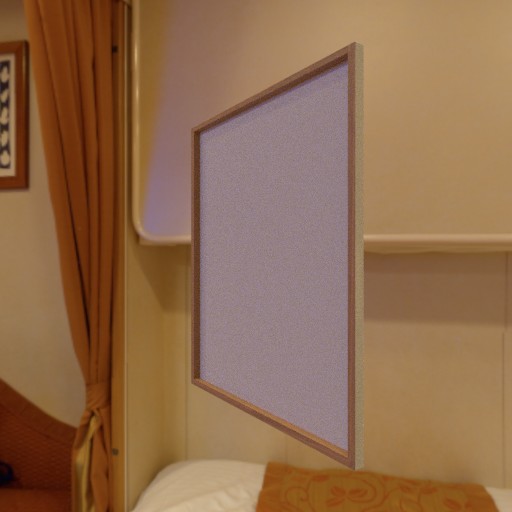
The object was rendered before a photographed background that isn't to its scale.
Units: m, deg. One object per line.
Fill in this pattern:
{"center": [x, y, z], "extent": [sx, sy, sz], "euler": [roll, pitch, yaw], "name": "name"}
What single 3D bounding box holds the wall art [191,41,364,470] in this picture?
{"center": [0.000, 0.000, 0.989], "extent": [0.021, 0.710, 0.609], "euler": [0, 0, -34], "name": "wall art"}
